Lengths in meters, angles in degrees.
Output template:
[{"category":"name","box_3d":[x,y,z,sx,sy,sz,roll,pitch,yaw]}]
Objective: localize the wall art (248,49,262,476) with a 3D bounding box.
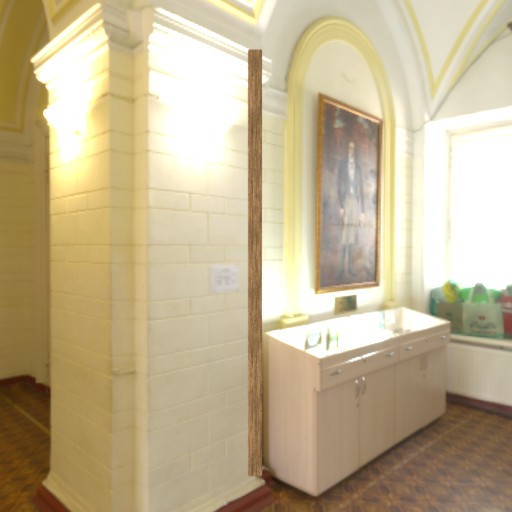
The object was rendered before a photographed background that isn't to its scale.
[{"category":"wall art","box_3d":[0.000,0.000,0.861,0.021,0.576,0.561,0,1,0]}]
